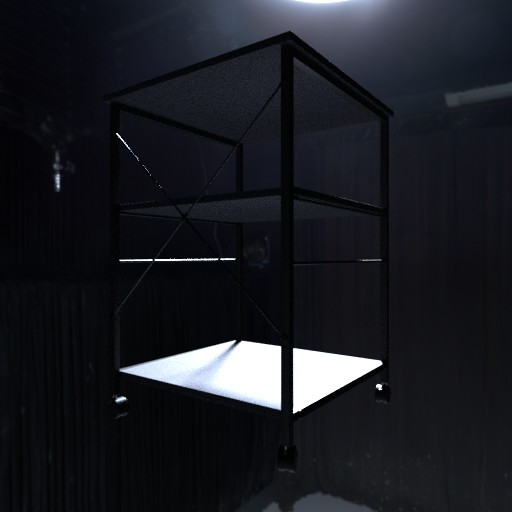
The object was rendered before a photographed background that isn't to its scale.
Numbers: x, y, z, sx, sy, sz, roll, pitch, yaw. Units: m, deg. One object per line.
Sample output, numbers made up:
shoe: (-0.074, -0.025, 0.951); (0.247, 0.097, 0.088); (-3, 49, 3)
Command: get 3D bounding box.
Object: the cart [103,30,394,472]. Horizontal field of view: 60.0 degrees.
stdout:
cart: (0.000, 0.000, 1.111); (0.521, 0.762, 0.520); (0, 0, 36)
